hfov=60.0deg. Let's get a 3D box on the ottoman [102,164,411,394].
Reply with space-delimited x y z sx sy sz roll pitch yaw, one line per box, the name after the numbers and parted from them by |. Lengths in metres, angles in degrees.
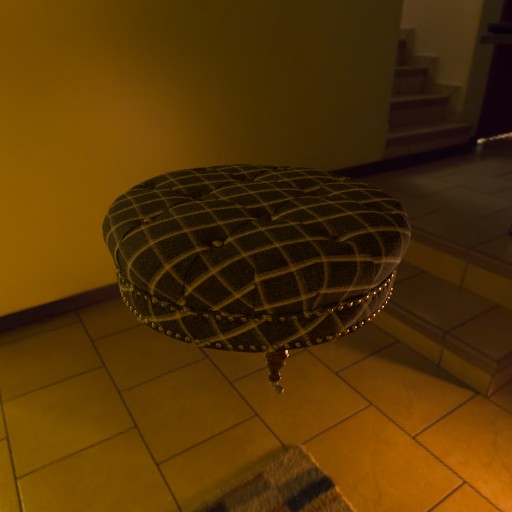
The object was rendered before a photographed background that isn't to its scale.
0.000 0.000 1.410 0.901 0.439 0.901 0 26 0 | ottoman
